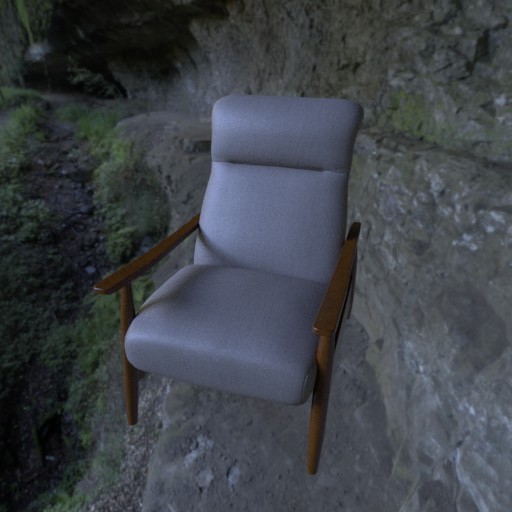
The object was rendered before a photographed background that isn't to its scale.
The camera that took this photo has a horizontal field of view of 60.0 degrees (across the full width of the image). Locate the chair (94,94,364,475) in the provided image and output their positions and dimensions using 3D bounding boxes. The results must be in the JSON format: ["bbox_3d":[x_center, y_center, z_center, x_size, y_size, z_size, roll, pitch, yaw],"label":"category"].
[{"bbox_3d":[0.000,0.000,1.764,0.762,1.082,1.032,8,29,15],"label":"chair"}]
